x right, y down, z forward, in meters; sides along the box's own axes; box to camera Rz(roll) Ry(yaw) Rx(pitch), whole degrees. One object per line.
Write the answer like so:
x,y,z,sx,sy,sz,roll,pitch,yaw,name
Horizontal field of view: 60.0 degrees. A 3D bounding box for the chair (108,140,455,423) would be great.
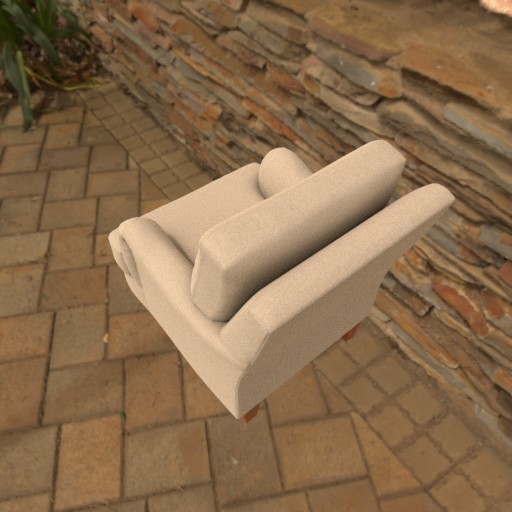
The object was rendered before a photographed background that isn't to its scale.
0.000,0.000,1.879,0.895,1.076,1.078,-31,54,-26,chair
